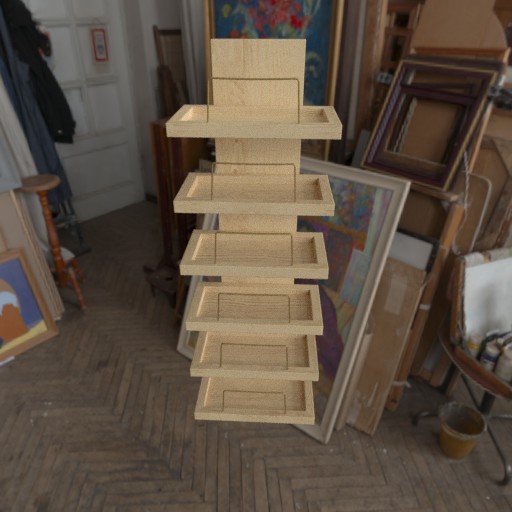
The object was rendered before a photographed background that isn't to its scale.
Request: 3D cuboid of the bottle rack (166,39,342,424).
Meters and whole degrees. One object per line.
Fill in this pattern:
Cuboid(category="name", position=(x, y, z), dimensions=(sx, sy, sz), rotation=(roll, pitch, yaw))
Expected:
Cuboid(category="bottle rack", position=(0.000, 0.000, 1.084), dimensions=(0.330, 0.943, 0.206), rotation=(2, 30, 3))
